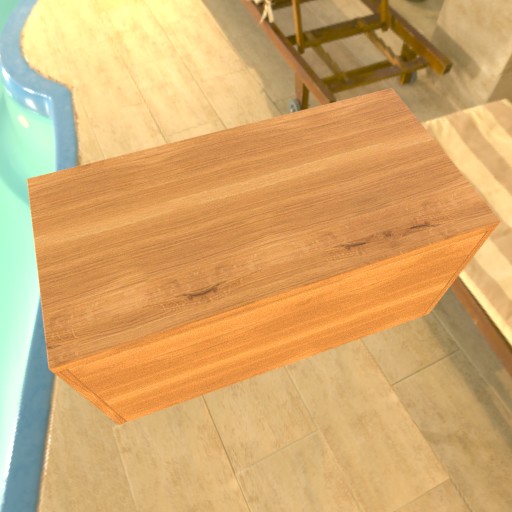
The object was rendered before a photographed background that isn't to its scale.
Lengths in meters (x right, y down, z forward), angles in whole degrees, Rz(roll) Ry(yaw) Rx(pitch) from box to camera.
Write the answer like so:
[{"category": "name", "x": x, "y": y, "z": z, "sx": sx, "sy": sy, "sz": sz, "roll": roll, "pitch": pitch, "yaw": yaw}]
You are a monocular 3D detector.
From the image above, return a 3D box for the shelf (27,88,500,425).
[{"category": "shelf", "x": 0.000, "y": 0.000, "z": 0.999, "sx": 0.800, "sy": 0.400, "sz": 0.400, "roll": -17, "pitch": 59, "yaw": -10}]
